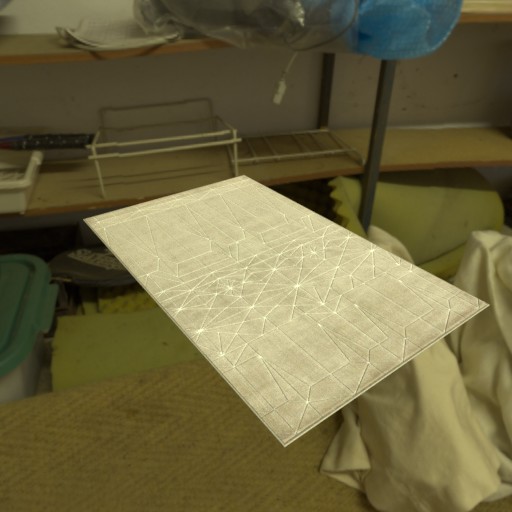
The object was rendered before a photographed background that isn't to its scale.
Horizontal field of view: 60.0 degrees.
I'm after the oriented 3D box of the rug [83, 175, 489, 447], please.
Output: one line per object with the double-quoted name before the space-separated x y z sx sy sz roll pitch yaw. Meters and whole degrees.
"rug" 0.000 0.000 2.985 1.524 0.012 2.438 -22 38 -30
